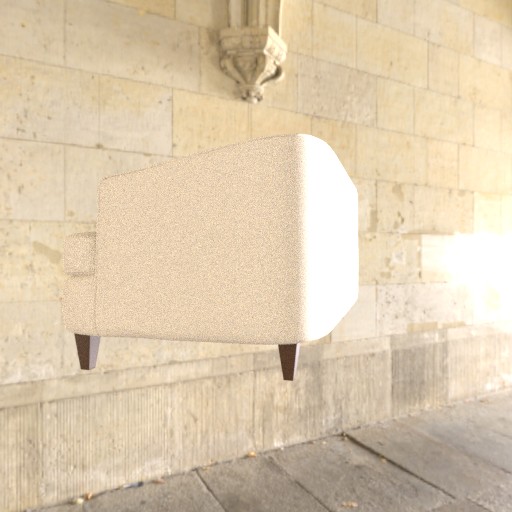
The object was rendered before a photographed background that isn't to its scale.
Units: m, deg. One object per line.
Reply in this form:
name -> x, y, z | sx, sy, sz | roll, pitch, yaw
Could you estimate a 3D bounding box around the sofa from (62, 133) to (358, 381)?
sofa -> 0.000, 0.000, 2.213 | 0.941, 0.855, 1.733 | 0, 0, 17
